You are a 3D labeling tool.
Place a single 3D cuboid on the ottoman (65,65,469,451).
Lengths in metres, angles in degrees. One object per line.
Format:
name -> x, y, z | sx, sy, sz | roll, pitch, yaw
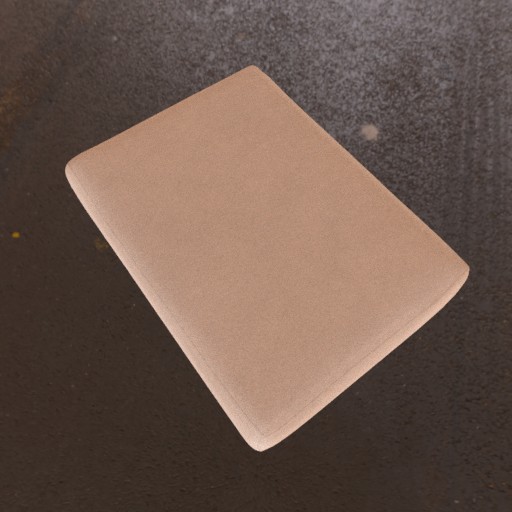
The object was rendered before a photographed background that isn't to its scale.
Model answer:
ottoman -> 0.000, 0.000, 1.132 | 0.569, 0.499, 0.773 | -34, 69, -15
